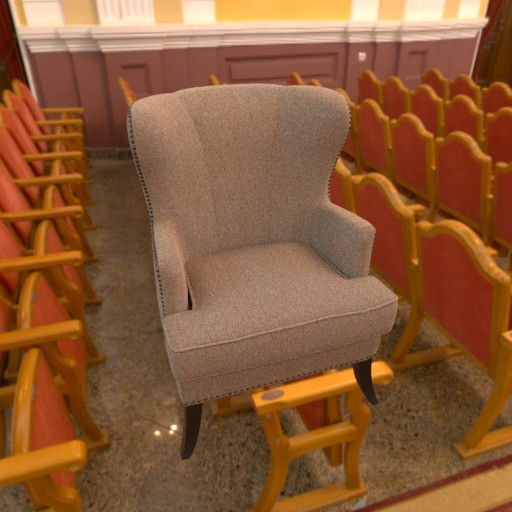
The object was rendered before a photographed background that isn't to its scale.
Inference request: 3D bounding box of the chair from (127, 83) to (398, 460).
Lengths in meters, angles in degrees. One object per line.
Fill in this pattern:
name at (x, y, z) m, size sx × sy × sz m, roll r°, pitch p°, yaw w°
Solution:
chair at (0.000, 0.000, 1.602) m, size 0.759 × 1.060 × 0.758 m, roll -10°, pitch 32°, yaw -16°
